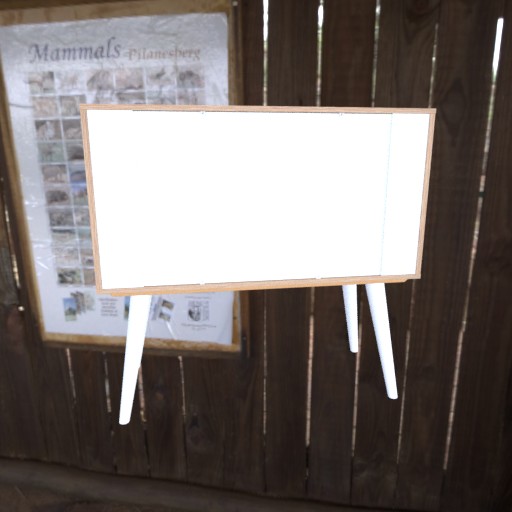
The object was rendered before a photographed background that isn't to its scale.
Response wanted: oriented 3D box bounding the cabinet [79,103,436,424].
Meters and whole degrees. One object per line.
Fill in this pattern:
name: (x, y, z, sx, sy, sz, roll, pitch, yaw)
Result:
cabinet: (0.000, 0.000, 1.640, 1.057, 1.016, 0.470, -2, 14, -9)
